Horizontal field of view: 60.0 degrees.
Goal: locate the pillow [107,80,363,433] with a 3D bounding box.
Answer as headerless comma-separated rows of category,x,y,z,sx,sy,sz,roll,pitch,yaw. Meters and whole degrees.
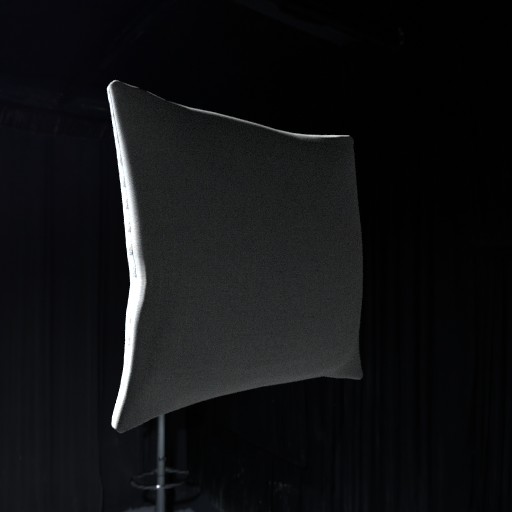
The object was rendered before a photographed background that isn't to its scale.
pillow,0.000,0.000,0.759,0.496,0.491,0.219,0,0,-36
